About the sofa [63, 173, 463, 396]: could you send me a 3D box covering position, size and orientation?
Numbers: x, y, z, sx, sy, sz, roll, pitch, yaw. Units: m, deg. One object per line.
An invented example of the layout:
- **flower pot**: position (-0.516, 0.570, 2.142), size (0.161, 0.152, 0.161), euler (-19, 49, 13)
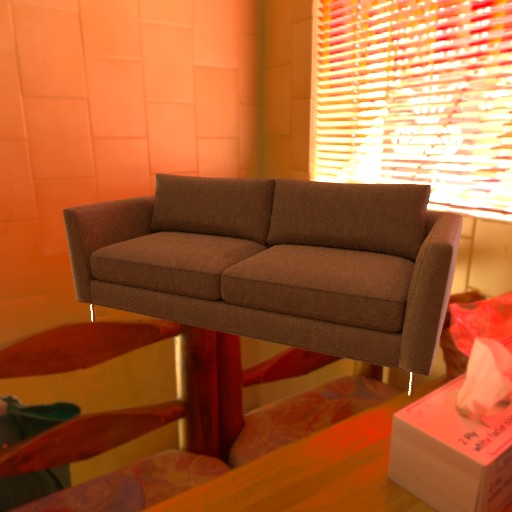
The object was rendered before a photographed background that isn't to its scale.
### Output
- **sofa**: position (0.000, 0.000, 2.576), size (2.121, 0.864, 0.889), euler (7, 16, 25)
